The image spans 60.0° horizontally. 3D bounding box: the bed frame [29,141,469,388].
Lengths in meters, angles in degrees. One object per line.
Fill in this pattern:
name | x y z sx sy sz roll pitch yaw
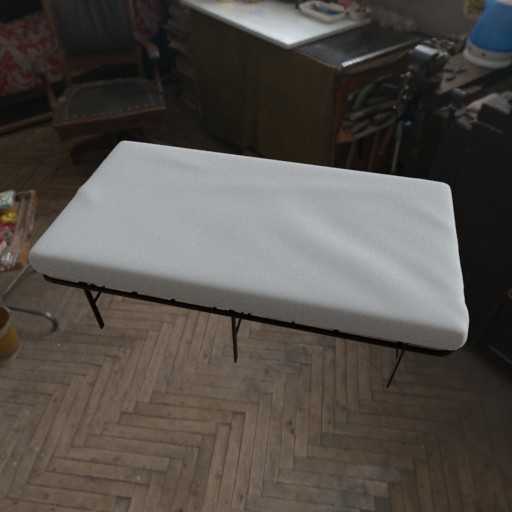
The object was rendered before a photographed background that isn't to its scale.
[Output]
bed frame | 0.000 0.000 2.340 1.903 0.619 0.989 9 47 9
